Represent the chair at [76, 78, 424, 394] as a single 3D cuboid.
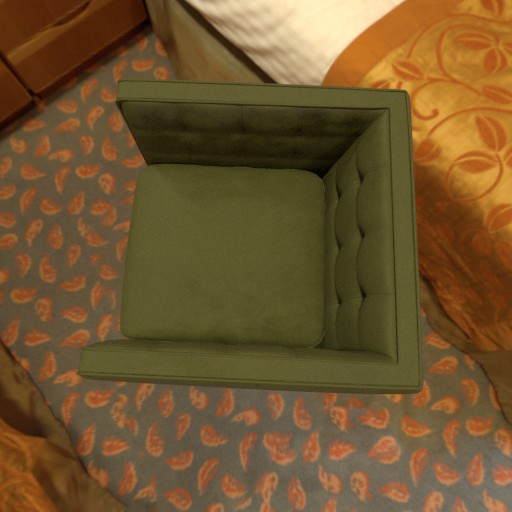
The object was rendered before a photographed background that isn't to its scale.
[{"bbox_3d":[0.000,0.000,1.565,0.894,0.790,0.880,2,76,1],"label":"chair"}]
